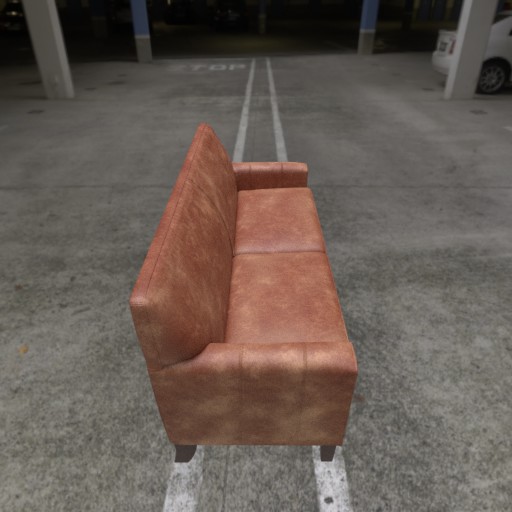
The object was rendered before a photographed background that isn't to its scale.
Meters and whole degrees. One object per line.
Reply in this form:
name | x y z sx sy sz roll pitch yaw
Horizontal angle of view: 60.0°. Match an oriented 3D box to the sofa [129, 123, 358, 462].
sofa | 0.000 0.000 2.508 0.805 0.947 2.053 0 32 0
